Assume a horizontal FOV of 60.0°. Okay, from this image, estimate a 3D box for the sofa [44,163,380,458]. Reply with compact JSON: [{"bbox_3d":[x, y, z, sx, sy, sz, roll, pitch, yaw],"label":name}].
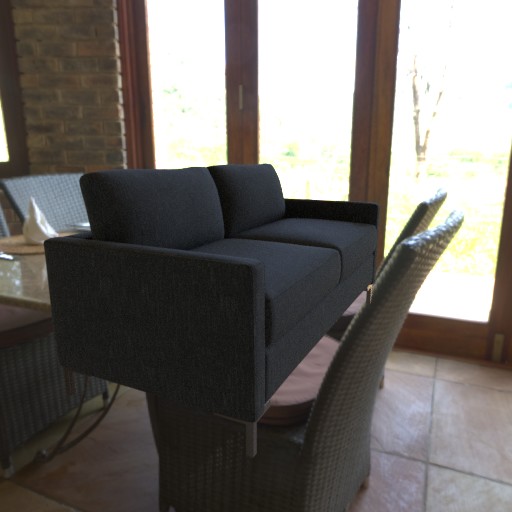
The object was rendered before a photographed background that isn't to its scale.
[{"bbox_3d":[0.000,0.000,2.161,0.866,0.862,1.716,7,15,26],"label":"sofa"}]
